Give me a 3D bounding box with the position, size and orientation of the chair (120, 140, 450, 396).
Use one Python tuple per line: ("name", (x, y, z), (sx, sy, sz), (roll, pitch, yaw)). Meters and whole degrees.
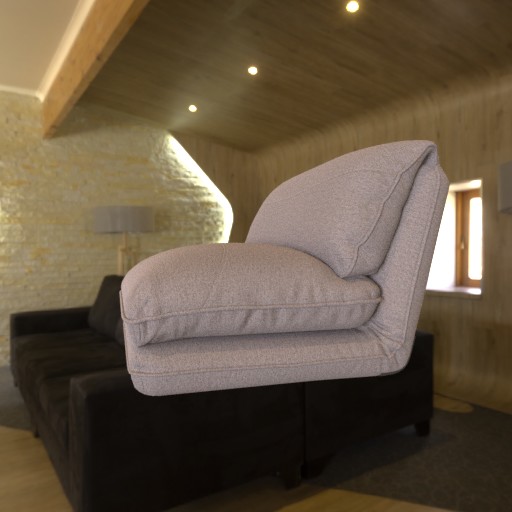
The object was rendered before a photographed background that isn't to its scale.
("chair", (0.000, 0.000, 1.332), (0.780, 0.580, 0.820), (0, 0, -17))
